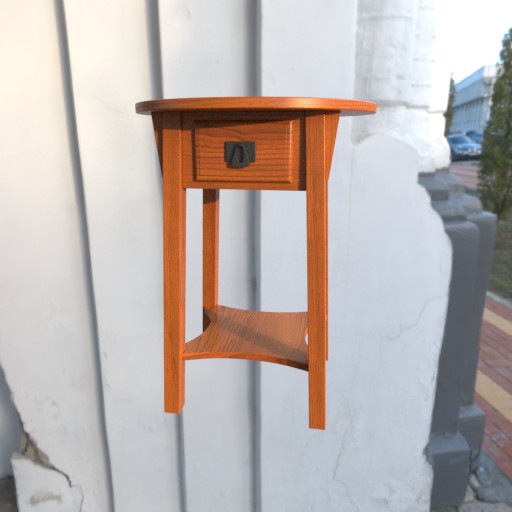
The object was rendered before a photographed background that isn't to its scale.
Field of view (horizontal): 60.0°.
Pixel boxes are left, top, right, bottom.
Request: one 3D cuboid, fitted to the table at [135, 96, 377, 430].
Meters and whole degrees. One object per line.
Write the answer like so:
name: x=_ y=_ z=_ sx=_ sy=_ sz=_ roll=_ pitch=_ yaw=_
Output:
table: x=0.000 y=0.000 z=0.947 sx=0.457 sy=0.610 sz=0.457 roll=0 pitch=16 yaw=0
